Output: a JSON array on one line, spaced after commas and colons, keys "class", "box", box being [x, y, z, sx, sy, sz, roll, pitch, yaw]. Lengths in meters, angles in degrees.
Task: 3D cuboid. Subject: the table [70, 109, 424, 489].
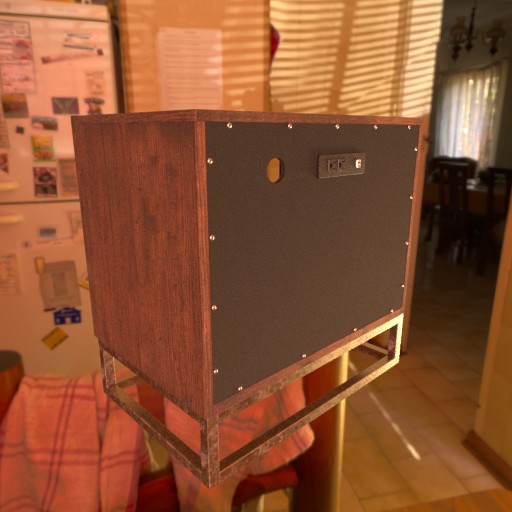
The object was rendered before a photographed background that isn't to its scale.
[{"class": "table", "box": [0.000, 0.000, 1.244, 0.767, 0.746, 0.542, -14, 21, -41]}]
